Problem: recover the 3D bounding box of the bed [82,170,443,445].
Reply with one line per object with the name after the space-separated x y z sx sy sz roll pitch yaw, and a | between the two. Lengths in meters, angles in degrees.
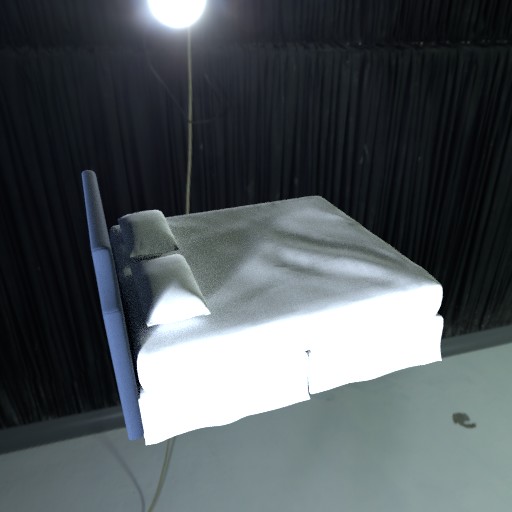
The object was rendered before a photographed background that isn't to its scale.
0.000 0.000 4.156 2.773 1.488 2.350 -11 31 -18 | bed
